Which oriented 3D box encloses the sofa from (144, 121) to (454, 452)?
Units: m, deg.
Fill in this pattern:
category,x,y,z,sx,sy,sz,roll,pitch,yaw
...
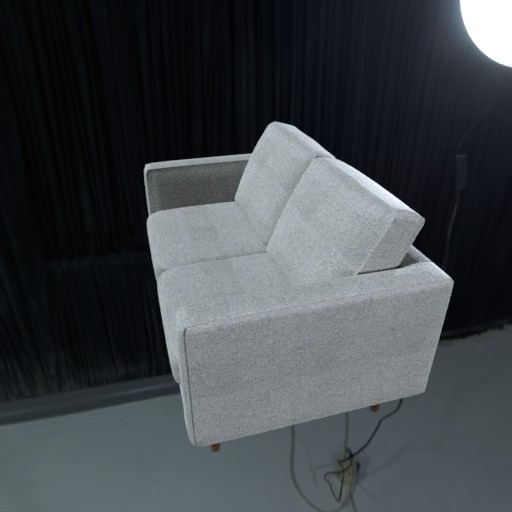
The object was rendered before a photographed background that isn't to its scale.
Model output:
category,x,y,z,sx,sy,sz,roll,pitch,yaw
sofa,0.000,0.000,2.146,0.969,0.973,1.527,-8,31,-14
